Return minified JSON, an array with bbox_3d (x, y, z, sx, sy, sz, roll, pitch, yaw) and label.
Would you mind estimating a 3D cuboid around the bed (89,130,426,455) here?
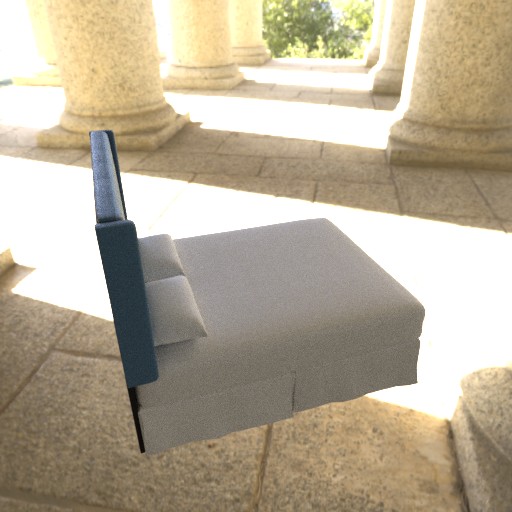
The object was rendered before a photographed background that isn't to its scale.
[{"bbox_3d":[0.000,0.000,3.321,2.078,1.665,1.719,-10,32,-16],"label":"bed"}]
